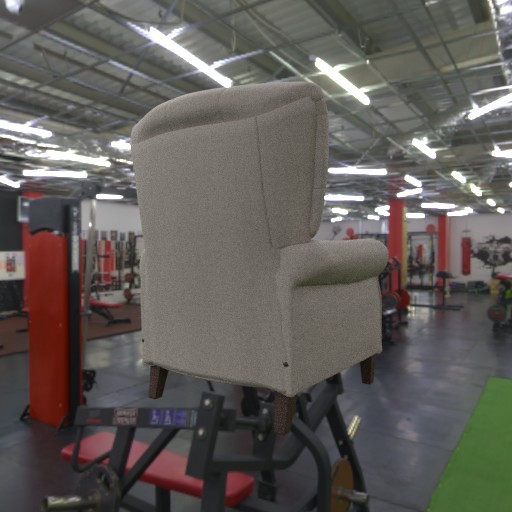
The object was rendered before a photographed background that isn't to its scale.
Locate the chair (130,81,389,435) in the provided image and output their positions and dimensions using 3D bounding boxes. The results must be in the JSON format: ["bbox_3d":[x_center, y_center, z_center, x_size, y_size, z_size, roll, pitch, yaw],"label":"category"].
[{"bbox_3d":[0.000,0.000,1.950,0.942,1.209,1.025,0,0,36],"label":"chair"}]
